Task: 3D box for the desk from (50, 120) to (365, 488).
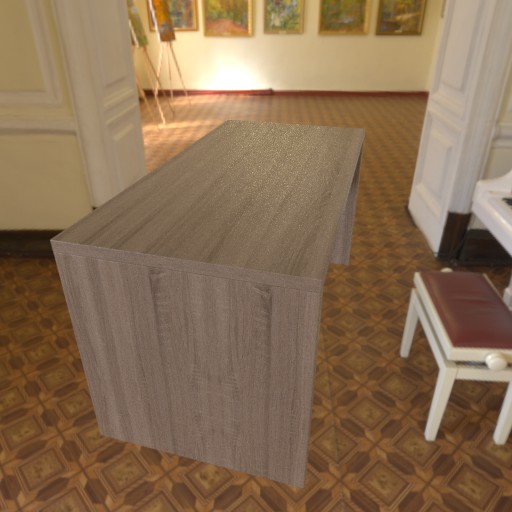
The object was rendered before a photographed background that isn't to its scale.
[{"bbox_3d":[0.000,0.000,1.799,0.690,0.745,1.380,8,31,14],"label":"desk"}]
